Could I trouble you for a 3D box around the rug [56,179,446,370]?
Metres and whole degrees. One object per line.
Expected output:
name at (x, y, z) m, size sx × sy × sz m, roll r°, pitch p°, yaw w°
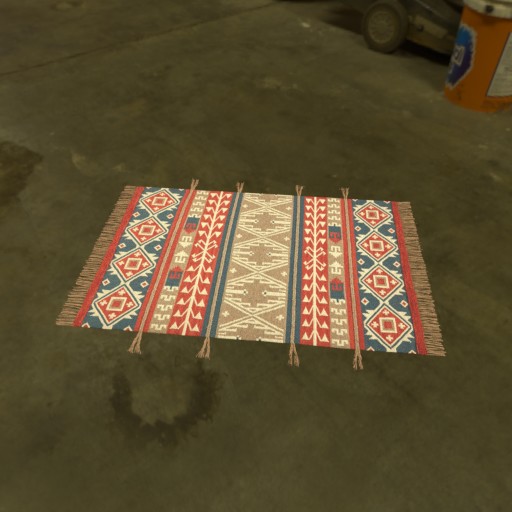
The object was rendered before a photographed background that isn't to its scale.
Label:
rug at (0.000, 0.000, 3.244) m, size 2.450 × 0.048 × 1.778 m, roll 4°, pitch 45°, yaw 4°
